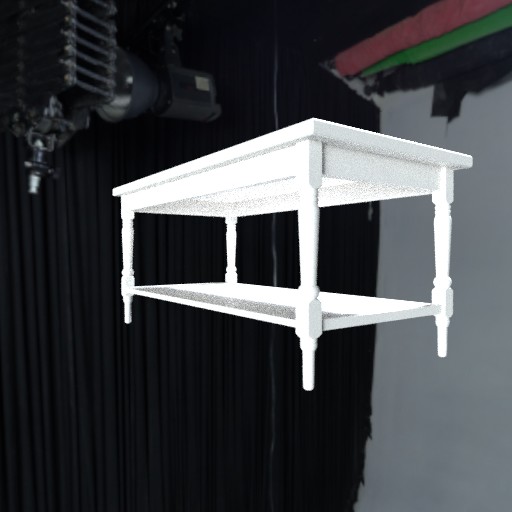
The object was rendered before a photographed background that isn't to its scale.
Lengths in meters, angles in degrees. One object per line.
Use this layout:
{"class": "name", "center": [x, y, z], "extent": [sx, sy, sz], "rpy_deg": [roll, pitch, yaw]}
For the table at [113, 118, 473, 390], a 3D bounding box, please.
{"class": "table", "center": [0.000, 0.000, 1.408], "extent": [0.550, 0.510, 1.107], "rpy_deg": [0, 1, -36]}
